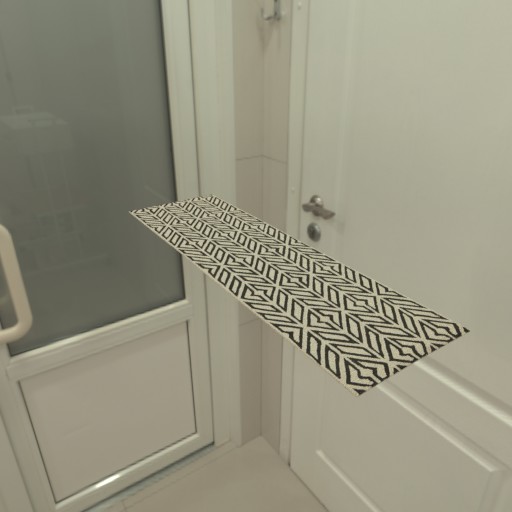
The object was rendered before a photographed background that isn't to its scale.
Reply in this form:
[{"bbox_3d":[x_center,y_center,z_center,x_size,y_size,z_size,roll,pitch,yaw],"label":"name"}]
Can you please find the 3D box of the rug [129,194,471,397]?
[{"bbox_3d":[0.000,0.000,2.768,0.750,0.009,2.435,-17,31,-31],"label":"rug"}]
